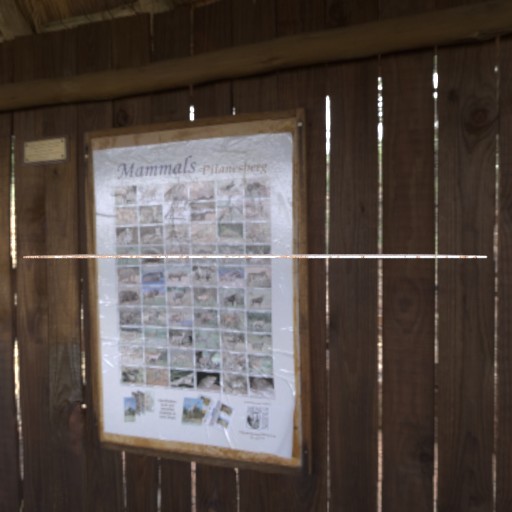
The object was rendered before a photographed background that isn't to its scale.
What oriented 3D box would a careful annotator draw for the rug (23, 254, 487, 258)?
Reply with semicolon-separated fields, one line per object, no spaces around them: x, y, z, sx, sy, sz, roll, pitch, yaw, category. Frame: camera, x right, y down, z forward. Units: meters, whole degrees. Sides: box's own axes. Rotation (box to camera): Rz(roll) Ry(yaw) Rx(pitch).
0.000;0.000;2.698;2.435;0.011;0.750;0;1;-1;rug
